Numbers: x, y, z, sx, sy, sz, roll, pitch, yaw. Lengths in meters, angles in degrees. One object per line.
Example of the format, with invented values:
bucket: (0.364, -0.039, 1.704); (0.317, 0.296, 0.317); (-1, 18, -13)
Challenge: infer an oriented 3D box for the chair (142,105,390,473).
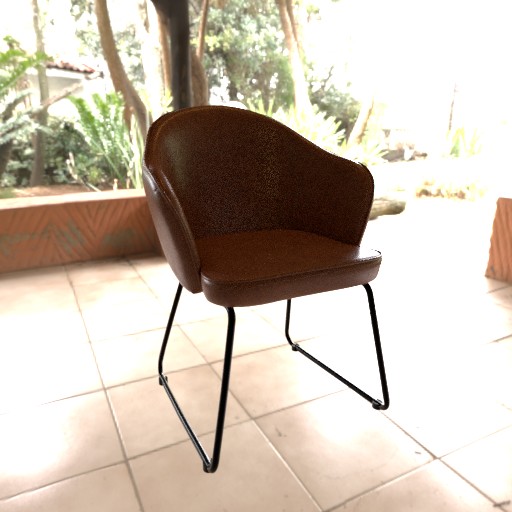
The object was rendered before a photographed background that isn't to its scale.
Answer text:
chair: (0.000, 0.000, 1.185); (0.582, 0.785, 0.580); (-8, 18, -27)
